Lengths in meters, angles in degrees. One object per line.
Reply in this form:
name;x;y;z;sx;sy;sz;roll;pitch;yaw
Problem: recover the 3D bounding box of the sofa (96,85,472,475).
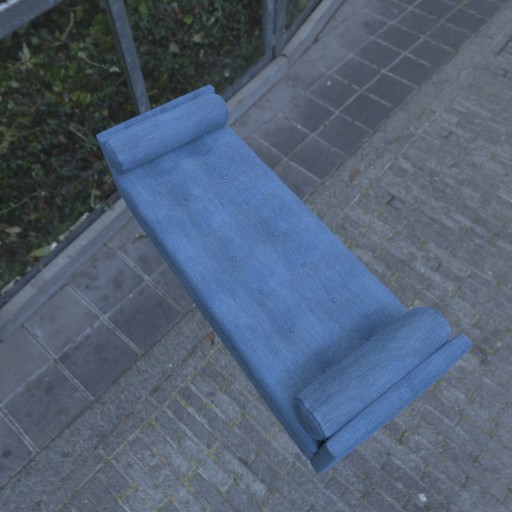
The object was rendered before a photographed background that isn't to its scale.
sofa;0.000;0.000;2.436;0.796;0.705;2.102;-31;63;-18
